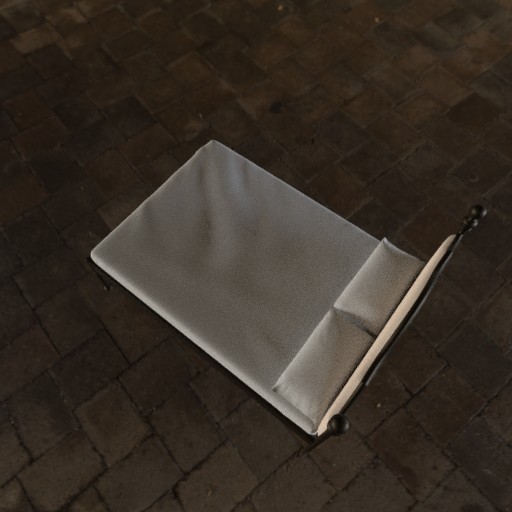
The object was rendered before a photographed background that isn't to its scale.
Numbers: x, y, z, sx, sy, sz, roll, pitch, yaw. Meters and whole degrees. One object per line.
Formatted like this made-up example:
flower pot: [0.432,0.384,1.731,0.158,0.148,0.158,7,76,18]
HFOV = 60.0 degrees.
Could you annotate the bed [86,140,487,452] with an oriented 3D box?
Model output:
bed: [0.000,0.000,3.159,2.170,1.462,1.533,35,68,17]
